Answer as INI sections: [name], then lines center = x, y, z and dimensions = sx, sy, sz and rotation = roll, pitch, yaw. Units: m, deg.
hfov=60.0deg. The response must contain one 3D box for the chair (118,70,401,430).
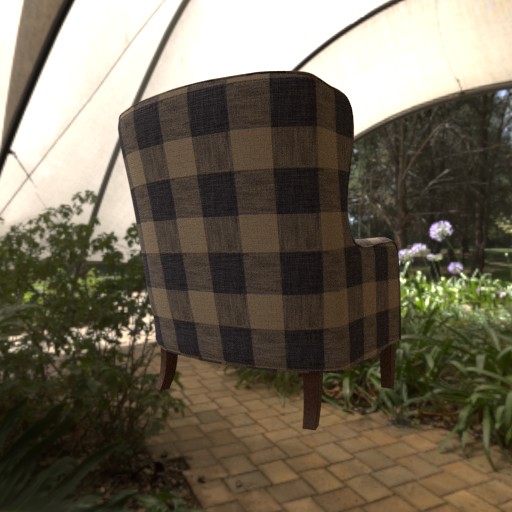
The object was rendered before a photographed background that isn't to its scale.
[chair]
center = 0.000, 0.000, 1.680
dimensions = 0.830, 1.041, 0.889
rotation = 0, 0, 37
